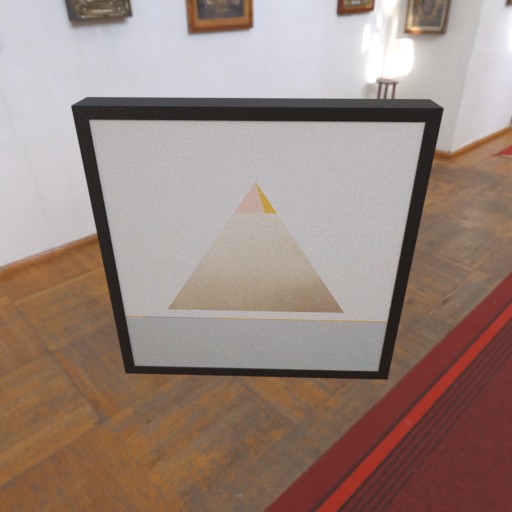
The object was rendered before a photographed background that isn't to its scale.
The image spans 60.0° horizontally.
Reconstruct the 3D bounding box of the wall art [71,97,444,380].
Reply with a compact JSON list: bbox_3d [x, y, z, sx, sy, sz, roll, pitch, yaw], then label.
[{"bbox_3d":[0.000,0.000,0.453,0.304,0.303,0.037,1,30,2],"label":"wall art"}]
